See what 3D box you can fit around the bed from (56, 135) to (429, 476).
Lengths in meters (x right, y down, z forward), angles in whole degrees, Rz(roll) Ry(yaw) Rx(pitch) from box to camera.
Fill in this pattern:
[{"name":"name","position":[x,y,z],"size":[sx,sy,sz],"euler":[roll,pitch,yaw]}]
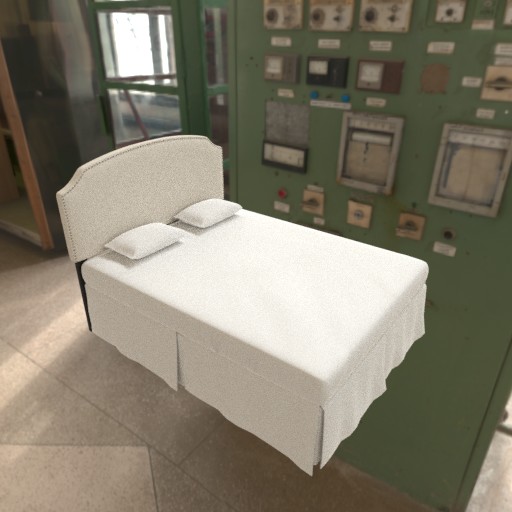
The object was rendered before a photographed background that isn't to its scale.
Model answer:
[{"name":"bed","position":[0.000,0.000,2.976],"size":[1.999,1.270,1.558],"euler":[19,33,32]}]
